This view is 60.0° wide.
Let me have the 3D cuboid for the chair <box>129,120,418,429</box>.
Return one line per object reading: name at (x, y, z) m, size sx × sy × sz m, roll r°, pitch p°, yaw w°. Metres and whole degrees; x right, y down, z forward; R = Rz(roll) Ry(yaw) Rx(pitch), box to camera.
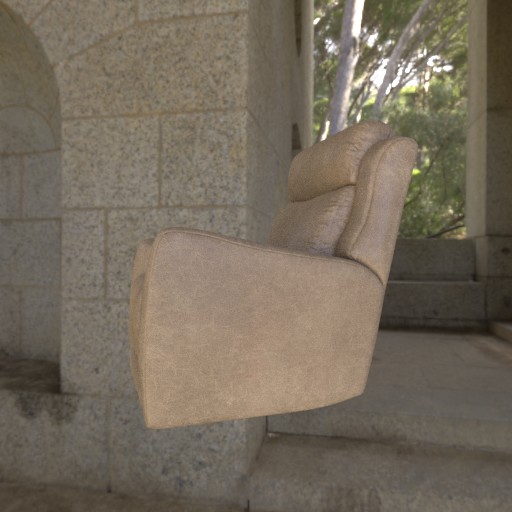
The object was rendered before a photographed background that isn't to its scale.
chair at (0.000, 0.000, 1.961) m, size 1.068 × 1.116 × 0.967 m, roll 0°, pitch 0°, yaw -18°
